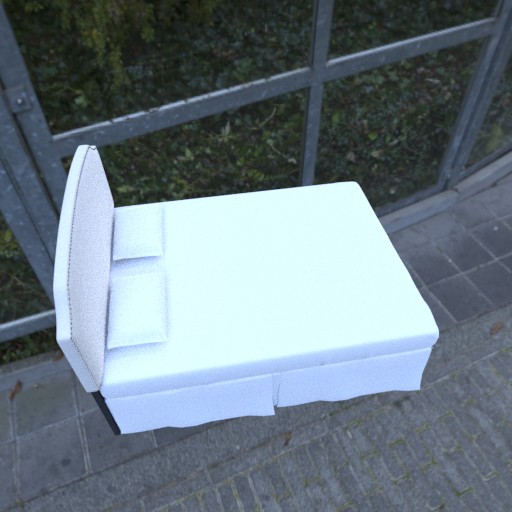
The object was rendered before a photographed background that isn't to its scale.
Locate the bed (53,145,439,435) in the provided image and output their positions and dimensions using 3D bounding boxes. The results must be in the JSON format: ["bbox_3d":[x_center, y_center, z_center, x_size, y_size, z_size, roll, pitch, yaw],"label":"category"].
[{"bbox_3d":[0.000,0.000,2.835,1.999,1.270,1.558,-7,47,-7],"label":"bed"}]
